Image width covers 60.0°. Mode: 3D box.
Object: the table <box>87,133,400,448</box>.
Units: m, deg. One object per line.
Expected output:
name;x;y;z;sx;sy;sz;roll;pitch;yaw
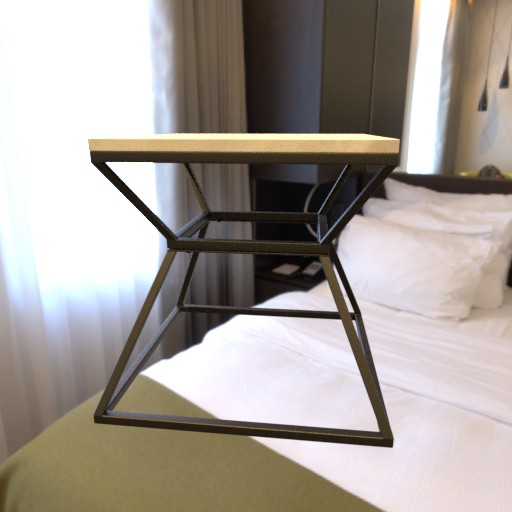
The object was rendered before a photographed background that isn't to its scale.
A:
table;0.000;0.000;0.822;0.455;0.431;0.455;2;16;7
